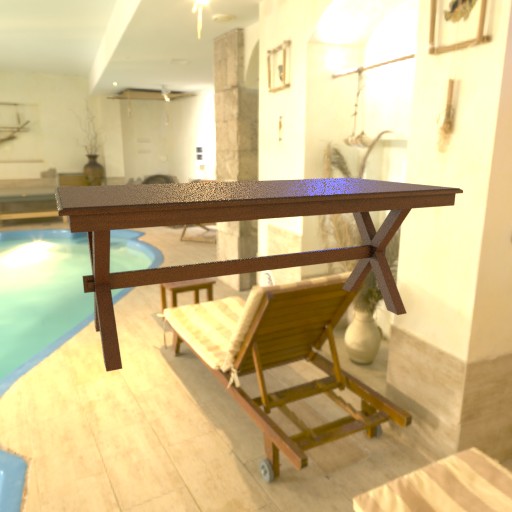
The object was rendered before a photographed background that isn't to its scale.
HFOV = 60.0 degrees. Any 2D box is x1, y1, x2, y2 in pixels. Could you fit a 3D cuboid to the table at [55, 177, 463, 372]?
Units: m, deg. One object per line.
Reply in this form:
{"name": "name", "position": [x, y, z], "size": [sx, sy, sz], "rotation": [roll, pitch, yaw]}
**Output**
{"name": "table", "position": [0.000, 0.000, 1.501], "size": [1.197, 0.459, 0.594], "rotation": [-6, 15, -24]}
